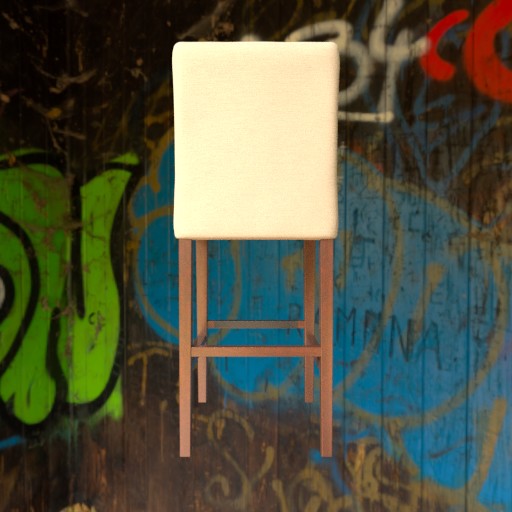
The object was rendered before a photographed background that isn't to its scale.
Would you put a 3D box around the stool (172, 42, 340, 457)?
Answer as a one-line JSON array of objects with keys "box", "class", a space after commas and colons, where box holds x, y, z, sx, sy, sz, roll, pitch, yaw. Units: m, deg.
[{"box": [0.000, 0.000, 1.369, 0.470, 1.078, 0.577, 0, 2, 0], "class": "stool"}]
